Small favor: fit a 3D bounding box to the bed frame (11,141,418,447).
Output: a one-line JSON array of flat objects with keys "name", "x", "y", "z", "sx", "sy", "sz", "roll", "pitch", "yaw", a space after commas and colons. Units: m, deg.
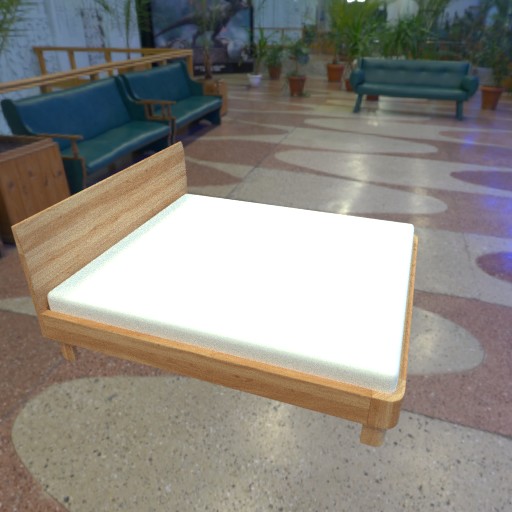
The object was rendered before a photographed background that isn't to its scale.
[{"name": "bed frame", "x": 0.000, "y": 0.000, "z": 3.039, "sx": 2.092, "sy": 0.940, "sz": 1.872, "roll": 10, "pitch": 30, "yaw": 17}]
